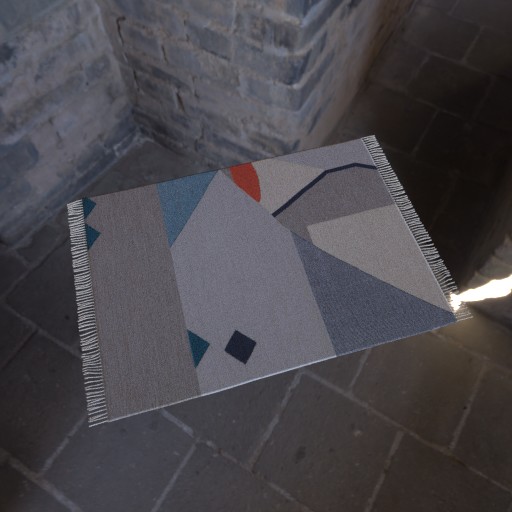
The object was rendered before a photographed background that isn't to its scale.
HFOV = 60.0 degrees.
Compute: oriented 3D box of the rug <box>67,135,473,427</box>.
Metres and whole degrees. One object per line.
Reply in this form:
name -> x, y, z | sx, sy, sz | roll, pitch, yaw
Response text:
rug -> 0.000, 0.000, 2.283 | 1.828, 0.005, 1.220 | -14, 62, -7
